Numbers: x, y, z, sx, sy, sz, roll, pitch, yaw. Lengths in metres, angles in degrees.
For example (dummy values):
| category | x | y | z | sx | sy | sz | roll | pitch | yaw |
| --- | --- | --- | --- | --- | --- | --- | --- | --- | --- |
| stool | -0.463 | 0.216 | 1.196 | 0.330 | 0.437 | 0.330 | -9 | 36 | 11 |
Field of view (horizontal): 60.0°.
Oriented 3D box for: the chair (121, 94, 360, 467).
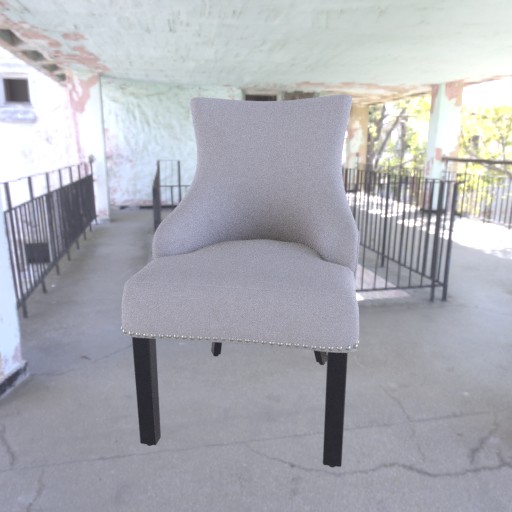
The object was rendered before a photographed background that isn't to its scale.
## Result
| category | x | y | z | sx | sy | sz | roll | pitch | yaw |
| --- | --- | --- | --- | --- | --- | --- | --- | --- | --- |
| chair | 0.000 | 0.000 | 1.260 | 0.566 | 0.909 | 0.629 | 2 | 14 | 9 |
